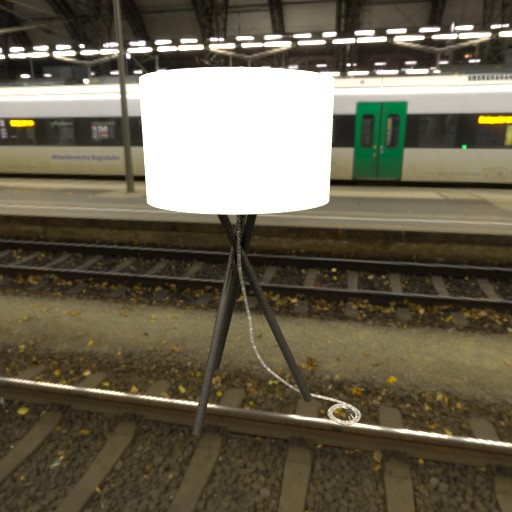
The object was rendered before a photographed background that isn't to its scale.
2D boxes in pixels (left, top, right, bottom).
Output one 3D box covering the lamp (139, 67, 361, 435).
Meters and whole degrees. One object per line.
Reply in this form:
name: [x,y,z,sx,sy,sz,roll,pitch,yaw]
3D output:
lamp: [0.000,0.000,0.914,0.422,0.674,0.353,-2,16,-9]
